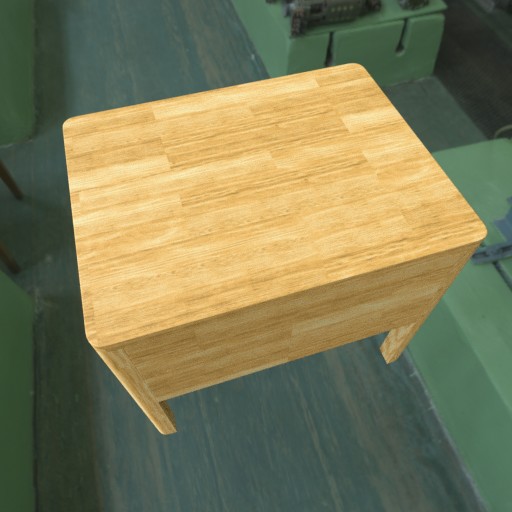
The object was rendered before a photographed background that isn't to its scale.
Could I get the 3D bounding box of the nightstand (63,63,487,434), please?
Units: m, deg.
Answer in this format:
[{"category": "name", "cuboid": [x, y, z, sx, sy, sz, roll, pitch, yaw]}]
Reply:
[{"category": "nightstand", "cuboid": [0.000, 0.000, 0.886, 0.560, 0.470, 0.440, -15, 57, -10]}]
